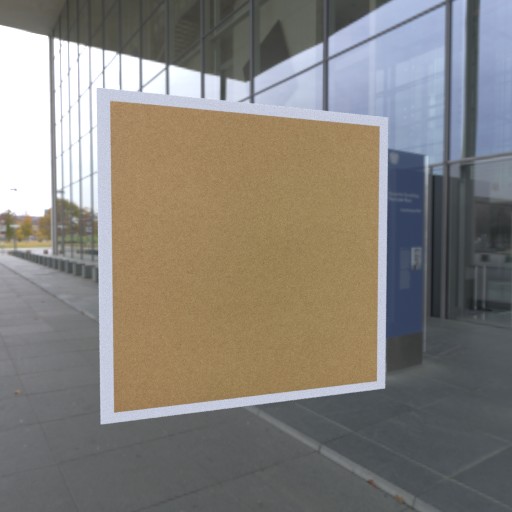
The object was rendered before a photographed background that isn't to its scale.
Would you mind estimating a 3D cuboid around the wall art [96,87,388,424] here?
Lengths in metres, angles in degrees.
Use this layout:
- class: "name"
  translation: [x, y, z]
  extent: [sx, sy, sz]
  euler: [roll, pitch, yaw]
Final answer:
- class: "wall art"
  translation: [0.000, 0.000, 1.140]
  extent: [0.763, 0.761, 0.038]
  euler: [-1, 2, -19]
